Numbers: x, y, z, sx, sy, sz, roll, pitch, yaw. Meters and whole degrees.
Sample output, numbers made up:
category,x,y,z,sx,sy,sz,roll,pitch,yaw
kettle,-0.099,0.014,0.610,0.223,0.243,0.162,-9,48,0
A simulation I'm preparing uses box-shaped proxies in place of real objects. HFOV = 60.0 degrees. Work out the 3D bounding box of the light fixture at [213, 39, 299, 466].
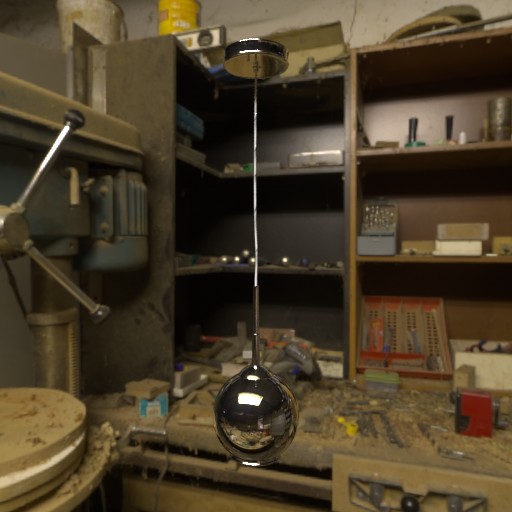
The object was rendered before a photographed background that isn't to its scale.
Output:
category,x,y,z,sx,sy,sz,roll,pitch,yaw
light fixture,0.000,0.000,1.706,0.336,1.538,0.336,0,2,19
